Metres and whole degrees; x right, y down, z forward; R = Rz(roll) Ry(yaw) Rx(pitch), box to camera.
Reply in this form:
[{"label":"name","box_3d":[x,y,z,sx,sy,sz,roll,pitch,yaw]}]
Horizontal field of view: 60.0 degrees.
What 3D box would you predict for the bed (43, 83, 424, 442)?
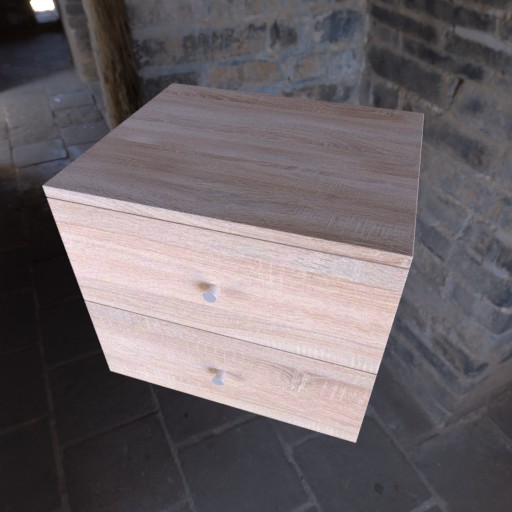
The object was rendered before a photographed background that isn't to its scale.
[{"label":"bed","box_3d":[0.000,0.000,0.784,0.460,0.420,0.401,12,42,13]}]
